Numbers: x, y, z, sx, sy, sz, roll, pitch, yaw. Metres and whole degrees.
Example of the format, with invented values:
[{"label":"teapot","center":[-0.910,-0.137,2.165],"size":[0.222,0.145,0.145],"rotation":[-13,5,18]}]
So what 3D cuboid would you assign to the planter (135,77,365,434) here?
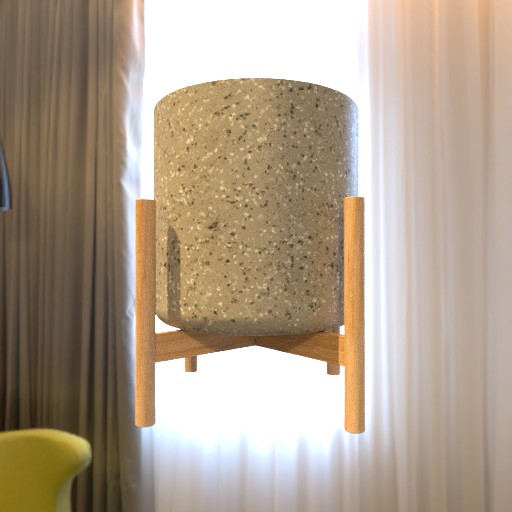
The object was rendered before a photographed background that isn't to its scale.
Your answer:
[{"label":"planter","center":[0.000,0.000,0.671],"size":[0.360,0.419,0.360],"rotation":[0,0,-18]}]
